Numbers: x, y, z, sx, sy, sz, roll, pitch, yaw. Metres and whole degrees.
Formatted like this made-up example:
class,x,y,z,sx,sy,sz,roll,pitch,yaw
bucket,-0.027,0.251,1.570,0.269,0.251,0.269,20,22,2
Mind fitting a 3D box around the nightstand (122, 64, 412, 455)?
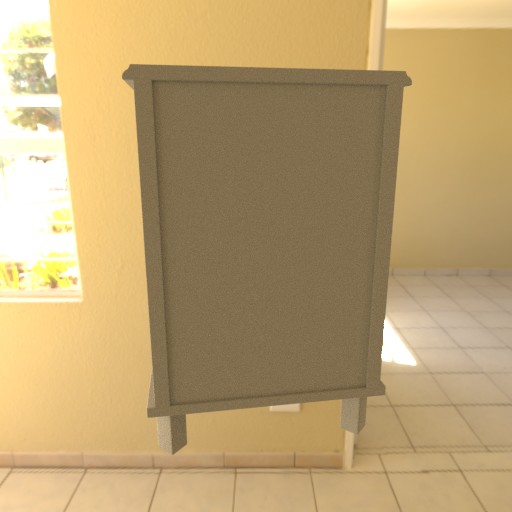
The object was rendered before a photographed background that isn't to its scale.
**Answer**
class,x,y,z,sx,sy,sz,roll,pitch,yaw
nightstand,0.000,0.000,0.924,0.450,0.680,0.350,-2,15,-9
